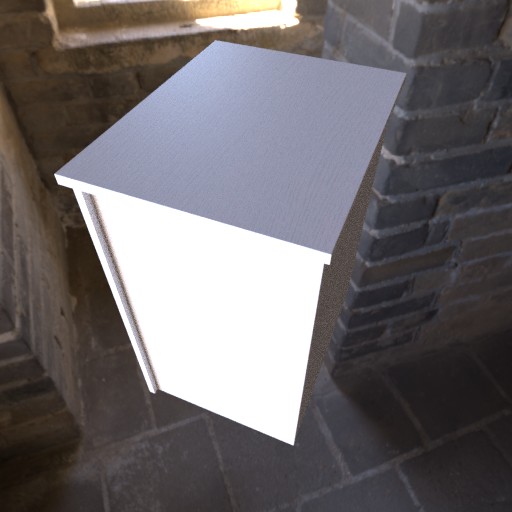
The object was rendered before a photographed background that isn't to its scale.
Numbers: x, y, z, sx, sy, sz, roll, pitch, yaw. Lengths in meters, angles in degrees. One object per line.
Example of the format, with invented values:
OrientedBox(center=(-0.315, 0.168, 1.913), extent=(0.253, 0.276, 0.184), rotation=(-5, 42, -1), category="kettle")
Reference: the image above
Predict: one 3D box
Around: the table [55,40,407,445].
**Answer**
OrientedBox(center=(0.000, 0.000, 0.918), extent=(0.381, 0.635, 0.480), rotation=(17, 49, 15), category="table")
